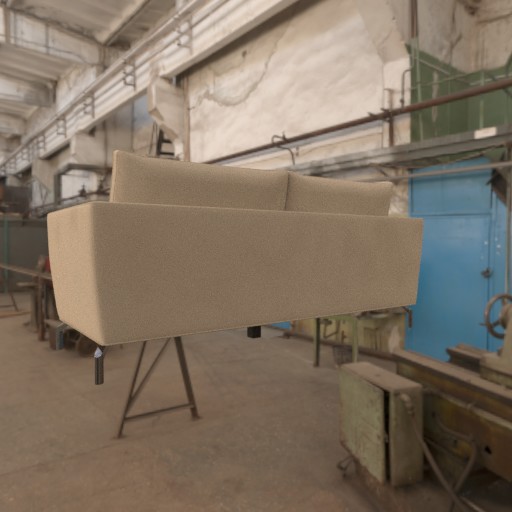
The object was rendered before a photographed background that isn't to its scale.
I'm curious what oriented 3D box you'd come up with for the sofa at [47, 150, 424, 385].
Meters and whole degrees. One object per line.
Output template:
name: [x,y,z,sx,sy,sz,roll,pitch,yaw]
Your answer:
sofa: [0.000,0.000,2.723,2.214,1.005,0.868,-1,2,-36]
